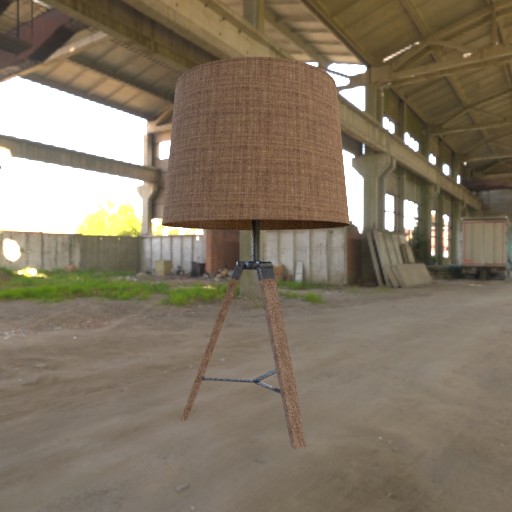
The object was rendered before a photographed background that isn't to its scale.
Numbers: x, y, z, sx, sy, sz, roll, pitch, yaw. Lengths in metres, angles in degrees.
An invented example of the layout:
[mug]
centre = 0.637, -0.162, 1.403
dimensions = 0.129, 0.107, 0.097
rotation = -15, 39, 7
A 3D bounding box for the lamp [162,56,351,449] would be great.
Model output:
[lamp]
centre = 0.000, 0.000, 0.695
dimensions = 0.290, 0.514, 0.290
rotation = 0, 1, 0
